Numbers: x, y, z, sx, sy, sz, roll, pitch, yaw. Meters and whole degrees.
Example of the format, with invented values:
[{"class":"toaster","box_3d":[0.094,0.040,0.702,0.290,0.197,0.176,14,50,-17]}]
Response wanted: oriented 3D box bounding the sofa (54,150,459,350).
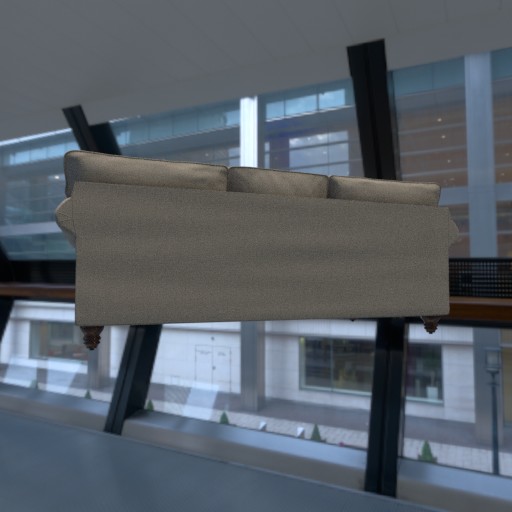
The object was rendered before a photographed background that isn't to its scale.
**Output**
[{"class":"sofa","box_3d":[0.000,0.000,2.615,2.118,0.889,0.998,1,-4,-19]}]
